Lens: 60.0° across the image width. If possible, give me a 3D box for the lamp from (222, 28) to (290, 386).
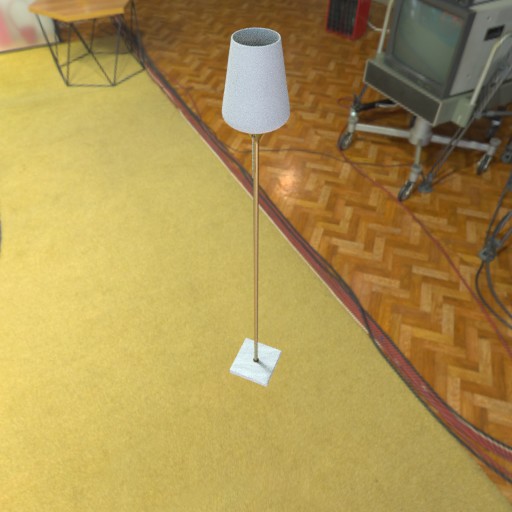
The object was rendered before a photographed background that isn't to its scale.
[{"bbox_3d":[0.000,0.000,1.918,0.229,1.813,0.232,17,49,16],"label":"lamp"}]
